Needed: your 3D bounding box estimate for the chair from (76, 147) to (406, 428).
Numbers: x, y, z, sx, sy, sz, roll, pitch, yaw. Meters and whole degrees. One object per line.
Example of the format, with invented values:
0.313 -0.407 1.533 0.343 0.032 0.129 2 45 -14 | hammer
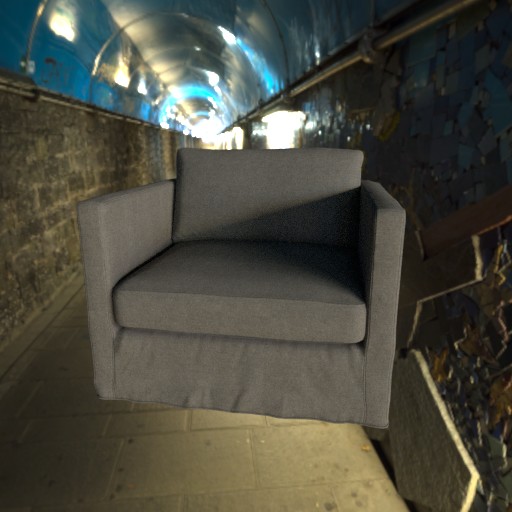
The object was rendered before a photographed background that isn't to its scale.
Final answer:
0.000 0.000 1.834 1.057 0.863 0.949 3 15 9 | chair
